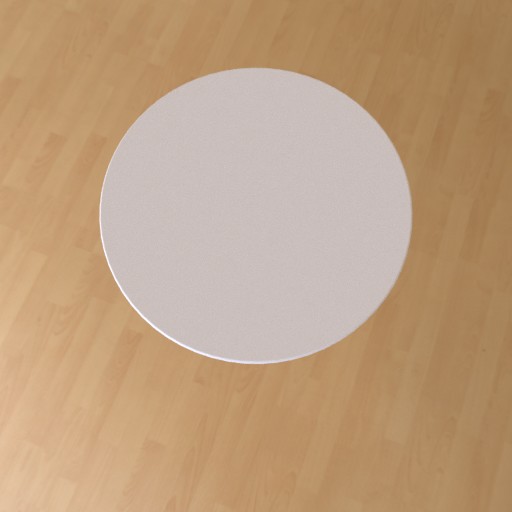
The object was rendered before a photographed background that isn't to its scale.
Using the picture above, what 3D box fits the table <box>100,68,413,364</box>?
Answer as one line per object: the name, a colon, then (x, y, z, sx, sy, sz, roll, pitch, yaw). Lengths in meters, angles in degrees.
table: (0.000, 0.000, 1.653, 0.795, 1.105, 0.792, -4, 76, -1)
